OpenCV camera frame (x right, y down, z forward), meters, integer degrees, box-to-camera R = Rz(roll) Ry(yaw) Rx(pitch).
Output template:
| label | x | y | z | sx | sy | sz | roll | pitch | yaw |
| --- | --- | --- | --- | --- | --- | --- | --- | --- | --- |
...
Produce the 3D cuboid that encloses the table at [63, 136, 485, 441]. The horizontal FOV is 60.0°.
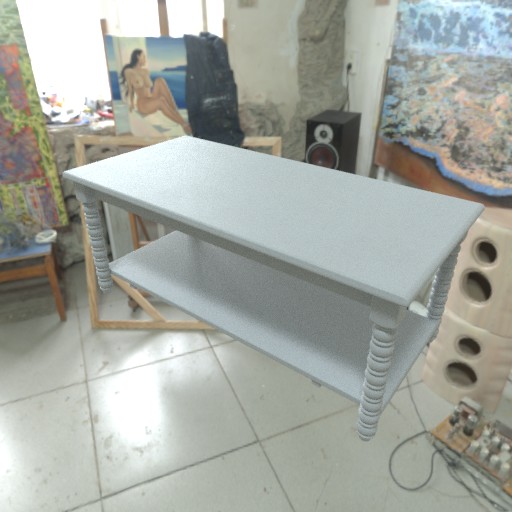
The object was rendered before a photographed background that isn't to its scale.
| label | x | y | z | sx | sy | sz | roll | pitch | yaw |
| --- | --- | --- | --- | --- | --- | --- | --- | --- | --- |
| table | 0.000 | 0.000 | 1.461 | 1.171 | 0.487 | 0.580 | 21 | 36 | 32 |
